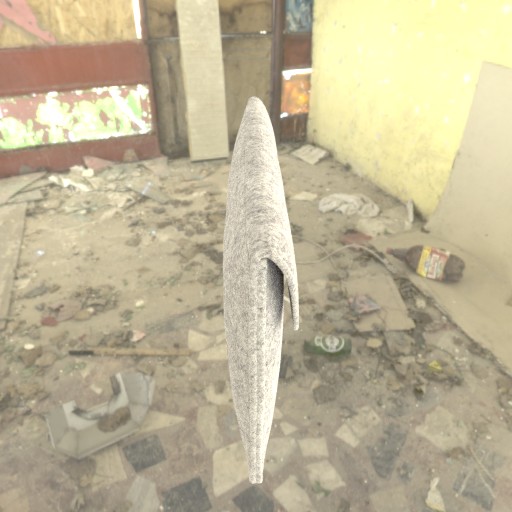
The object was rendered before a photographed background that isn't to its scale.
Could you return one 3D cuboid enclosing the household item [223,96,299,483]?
[{"bbox_3d":[0.000,0.000,0.429,0.057,0.221,0.335,-1,33,-1],"label":"household item"}]
